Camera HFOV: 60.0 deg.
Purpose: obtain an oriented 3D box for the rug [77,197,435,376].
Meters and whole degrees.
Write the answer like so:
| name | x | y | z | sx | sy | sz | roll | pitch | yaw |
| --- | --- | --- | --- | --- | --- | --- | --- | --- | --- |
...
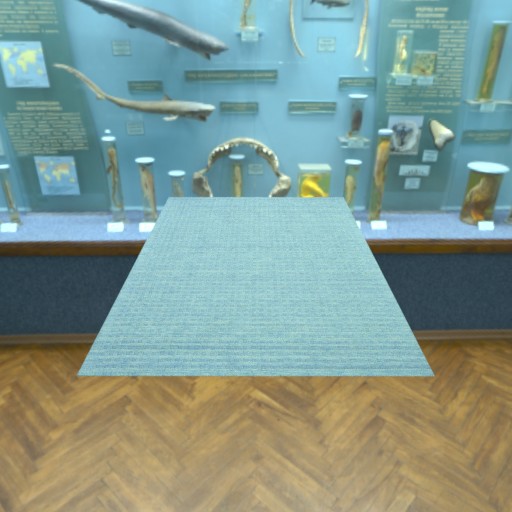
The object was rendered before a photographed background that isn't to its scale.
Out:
| name | x | y | z | sx | sy | sz | roll | pitch | yaw |
| --- | --- | --- | --- | --- | --- | --- | --- | --- | --- |
| rug | 0.000 | 0.000 | 3.743 | 1.982 | 0.006 | 2.895 | 0 | 27 | 0 |
